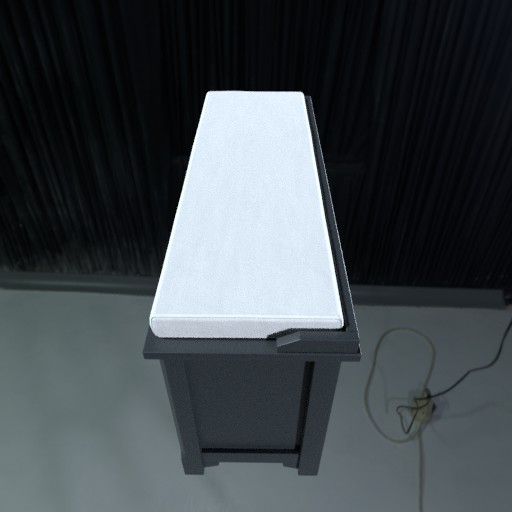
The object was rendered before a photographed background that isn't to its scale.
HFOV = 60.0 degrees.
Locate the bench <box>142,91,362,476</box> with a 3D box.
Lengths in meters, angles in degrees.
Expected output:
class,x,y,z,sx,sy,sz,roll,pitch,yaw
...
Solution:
class,x,y,z,sx,sy,sz,roll,pitch,yaw
bench,0.000,0.000,1.206,0.345,0.561,0.973,1,41,1
